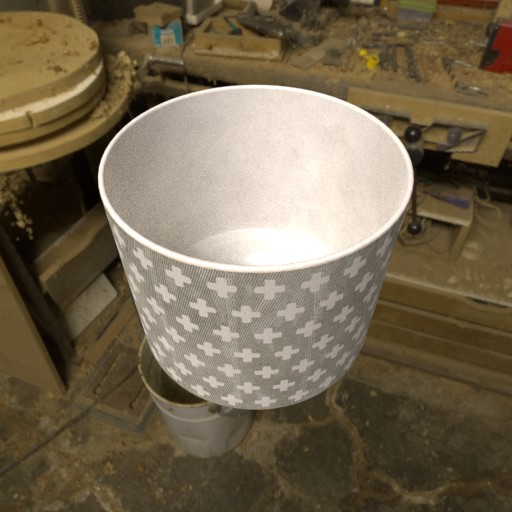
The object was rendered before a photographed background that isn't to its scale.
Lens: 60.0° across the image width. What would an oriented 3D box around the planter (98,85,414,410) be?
[{"bbox_3d":[0.000,0.000,0.339,0.190,0.181,0.190,0,47,0],"label":"planter"}]
